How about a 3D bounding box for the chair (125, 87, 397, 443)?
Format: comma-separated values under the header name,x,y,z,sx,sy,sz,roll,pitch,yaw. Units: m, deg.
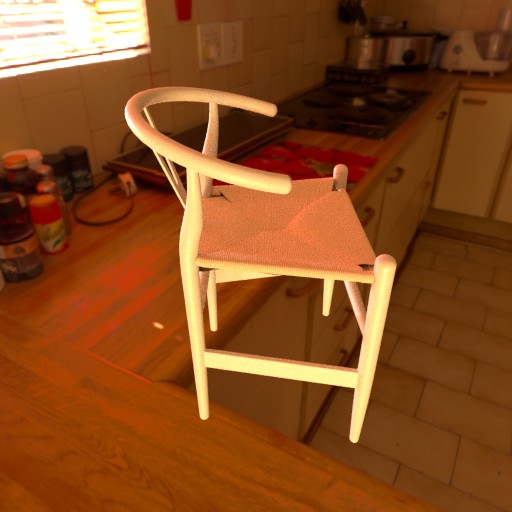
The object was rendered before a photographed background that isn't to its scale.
name,x,y,z,sx,sy,sz,roll,pitch,yaw
chair,0.000,0.000,1.062,0.500,0.736,0.533,0,31,0
